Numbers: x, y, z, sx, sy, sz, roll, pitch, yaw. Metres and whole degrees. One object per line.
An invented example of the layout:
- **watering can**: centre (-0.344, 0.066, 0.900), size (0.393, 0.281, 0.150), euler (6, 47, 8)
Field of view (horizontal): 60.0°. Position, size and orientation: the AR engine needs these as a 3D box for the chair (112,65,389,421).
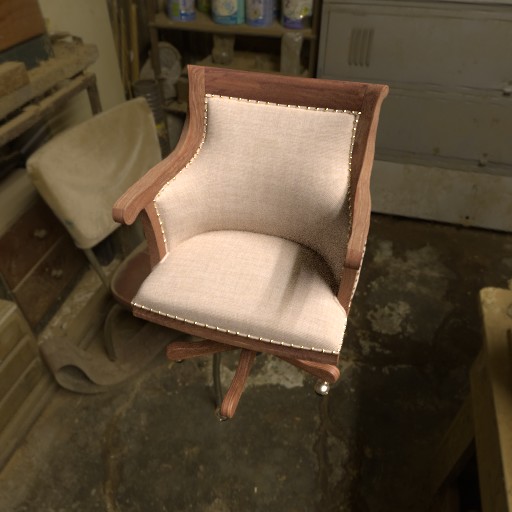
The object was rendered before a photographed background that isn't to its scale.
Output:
- **chair**: centre (0.000, 0.000, 1.414), size (0.656, 0.965, 0.689), euler (11, 42, 13)
